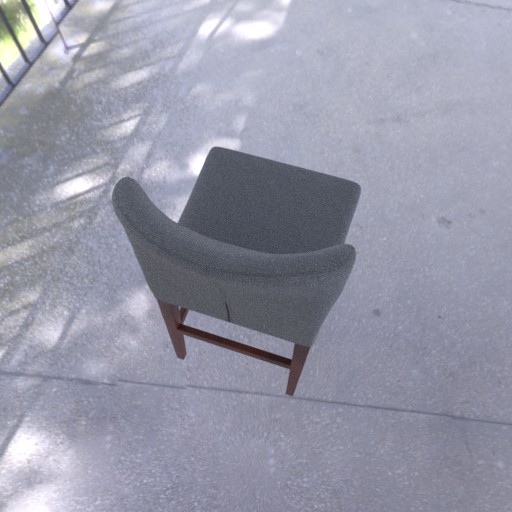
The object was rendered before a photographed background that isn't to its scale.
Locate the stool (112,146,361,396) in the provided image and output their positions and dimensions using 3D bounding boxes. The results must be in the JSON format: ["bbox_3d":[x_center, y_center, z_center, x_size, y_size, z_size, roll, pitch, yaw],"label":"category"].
[{"bbox_3d":[0.000,0.000,1.277,0.479,0.968,0.568,16,64,8],"label":"stool"}]
